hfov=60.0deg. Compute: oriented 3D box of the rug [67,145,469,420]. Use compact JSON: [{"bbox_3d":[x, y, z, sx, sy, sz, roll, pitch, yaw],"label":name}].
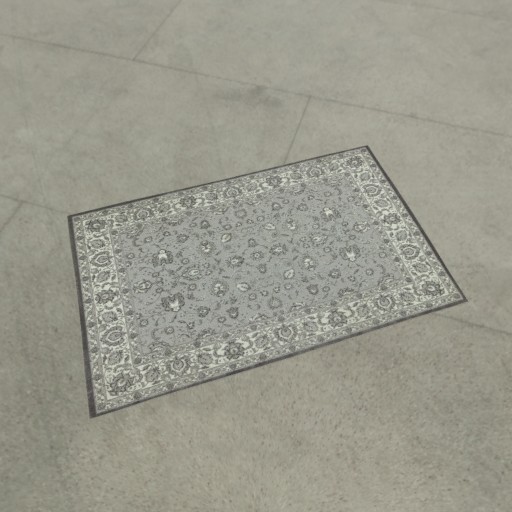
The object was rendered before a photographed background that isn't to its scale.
[{"bbox_3d":[0.000,0.000,3.067,2.438,0.011,1.524,-15,58,-9],"label":"rug"}]
